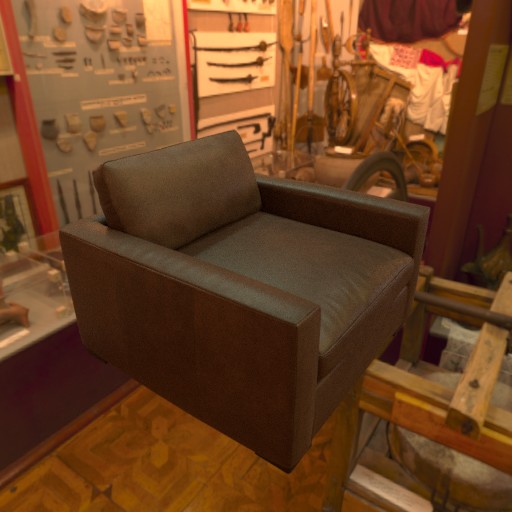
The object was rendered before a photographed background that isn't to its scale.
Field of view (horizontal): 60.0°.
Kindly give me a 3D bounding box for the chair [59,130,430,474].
[{"bbox_3d":[0.000,0.000,1.789,1.069,0.812,1.100,18,31,32],"label":"chair"}]
